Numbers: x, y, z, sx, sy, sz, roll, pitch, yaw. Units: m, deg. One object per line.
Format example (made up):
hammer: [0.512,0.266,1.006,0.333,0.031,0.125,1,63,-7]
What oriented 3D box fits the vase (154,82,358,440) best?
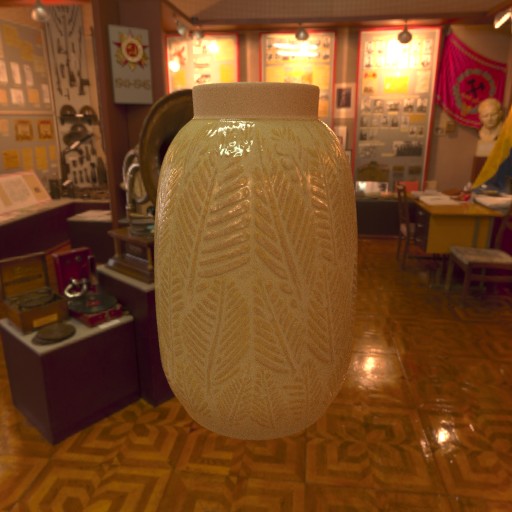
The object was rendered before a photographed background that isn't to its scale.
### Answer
vase: [0.000,0.000,0.378,0.172,0.270,0.172,0,17,0]
